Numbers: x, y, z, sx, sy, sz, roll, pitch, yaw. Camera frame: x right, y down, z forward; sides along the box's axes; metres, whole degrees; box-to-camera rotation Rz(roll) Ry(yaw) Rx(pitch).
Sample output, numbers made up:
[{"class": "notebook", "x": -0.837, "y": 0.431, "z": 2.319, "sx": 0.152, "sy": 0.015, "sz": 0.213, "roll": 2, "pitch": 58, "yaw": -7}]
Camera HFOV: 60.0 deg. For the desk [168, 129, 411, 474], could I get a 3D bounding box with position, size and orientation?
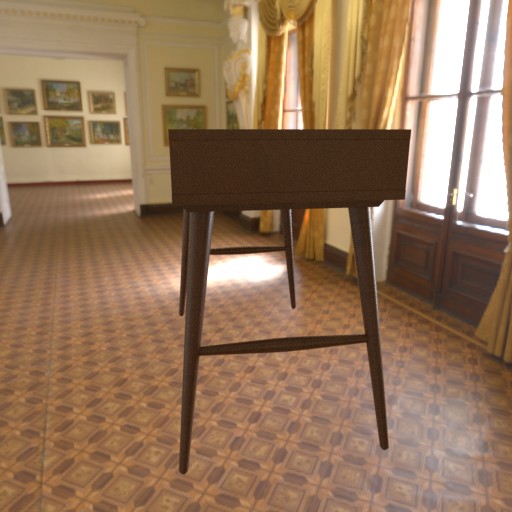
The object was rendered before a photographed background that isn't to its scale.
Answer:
[{"class": "desk", "x": 0.000, "y": 0.000, "z": 1.386, "sx": 0.510, "sy": 0.758, "sz": 0.949, "roll": -3, "pitch": 16, "yaw": -9}]
